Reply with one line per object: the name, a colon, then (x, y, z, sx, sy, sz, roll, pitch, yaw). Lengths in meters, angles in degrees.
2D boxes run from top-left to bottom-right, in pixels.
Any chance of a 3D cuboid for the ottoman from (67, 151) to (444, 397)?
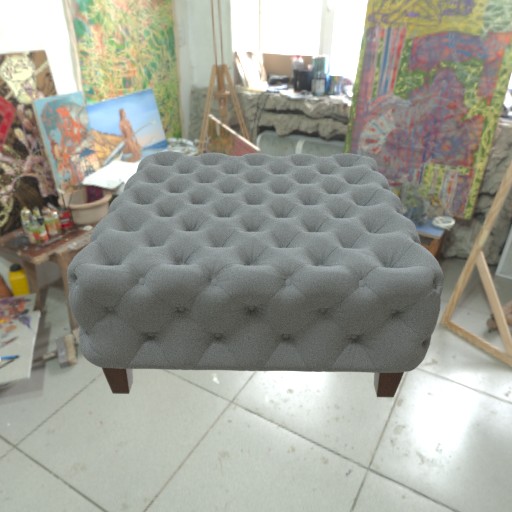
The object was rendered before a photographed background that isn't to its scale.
ottoman: (0.000, 0.000, 1.459, 0.917, 0.439, 0.911, 1, 31, 1)
